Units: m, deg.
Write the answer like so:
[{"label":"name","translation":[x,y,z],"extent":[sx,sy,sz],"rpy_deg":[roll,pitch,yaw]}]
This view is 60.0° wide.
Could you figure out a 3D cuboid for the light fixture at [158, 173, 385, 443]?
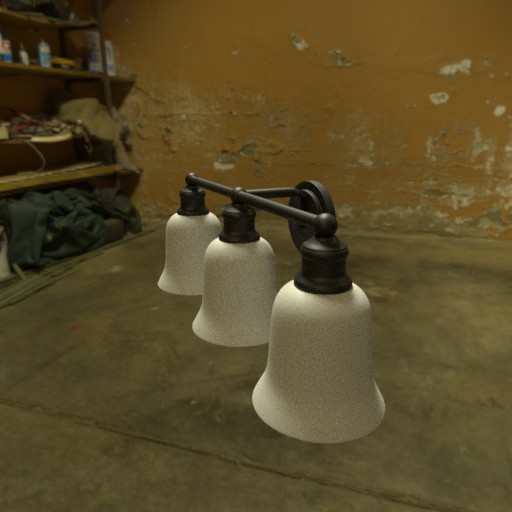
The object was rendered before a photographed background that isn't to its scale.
[{"label":"light fixture","translation":[0.000,0.000,0.656],"extent":[0.198,0.211,0.570],"rpy_deg":[-8,18,-25]}]
